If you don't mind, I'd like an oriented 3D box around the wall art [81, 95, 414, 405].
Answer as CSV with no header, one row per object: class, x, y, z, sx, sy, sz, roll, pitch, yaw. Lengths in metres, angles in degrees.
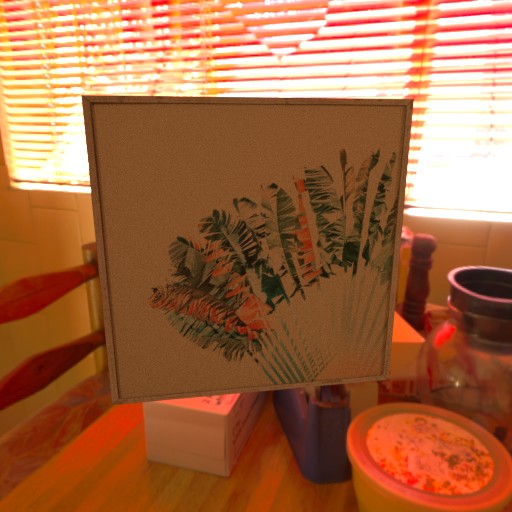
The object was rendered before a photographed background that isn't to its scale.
wall art,0.000,0.000,1.123,0.760,0.757,0.038,-3,16,-9
